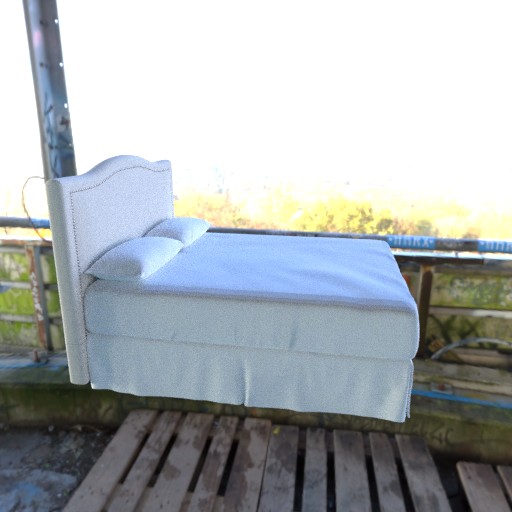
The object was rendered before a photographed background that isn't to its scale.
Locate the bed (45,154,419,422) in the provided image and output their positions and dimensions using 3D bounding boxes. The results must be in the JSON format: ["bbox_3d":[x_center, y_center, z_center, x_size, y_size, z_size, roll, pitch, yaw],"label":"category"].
[{"bbox_3d":[0.000,0.000,3.313,2.143,1.460,1.753,3,16,10],"label":"bed"}]
